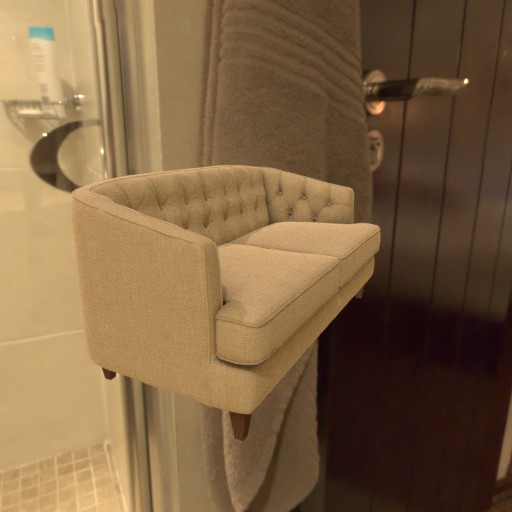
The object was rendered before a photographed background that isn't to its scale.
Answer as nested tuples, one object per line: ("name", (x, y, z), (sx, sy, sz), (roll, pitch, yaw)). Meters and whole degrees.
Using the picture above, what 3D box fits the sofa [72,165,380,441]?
("sofa", (0.000, 0.000, 2.285), (0.941, 0.855, 1.733), (8, 17, 26))
